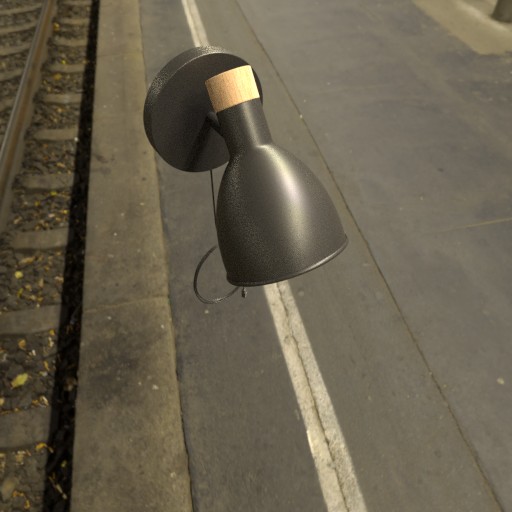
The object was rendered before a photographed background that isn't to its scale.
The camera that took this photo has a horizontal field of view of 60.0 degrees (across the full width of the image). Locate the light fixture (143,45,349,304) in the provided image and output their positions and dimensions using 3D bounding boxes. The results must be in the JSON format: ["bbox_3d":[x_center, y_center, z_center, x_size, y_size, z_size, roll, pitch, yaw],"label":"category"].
[{"bbox_3d":[0.000,0.000,0.492,0.127,0.401,0.203,-26,53,-22],"label":"light fixture"}]
